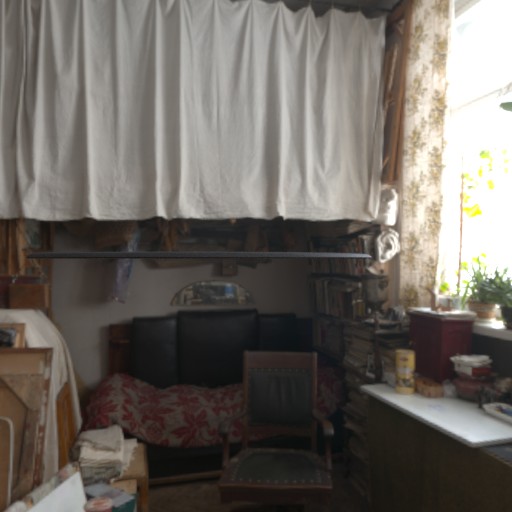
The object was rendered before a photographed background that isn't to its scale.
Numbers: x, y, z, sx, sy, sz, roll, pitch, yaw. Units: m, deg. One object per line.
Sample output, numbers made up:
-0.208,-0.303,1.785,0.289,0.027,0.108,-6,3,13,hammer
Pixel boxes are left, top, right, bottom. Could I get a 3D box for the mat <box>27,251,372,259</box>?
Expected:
0.000,0.000,1.893,0.917,0.022,1.525,0,0,35,mat
